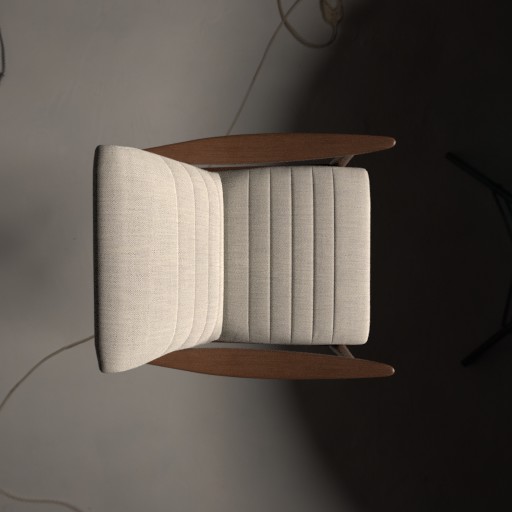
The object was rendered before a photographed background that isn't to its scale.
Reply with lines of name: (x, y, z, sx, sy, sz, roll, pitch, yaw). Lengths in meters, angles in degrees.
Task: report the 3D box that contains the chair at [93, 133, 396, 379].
chair: (0.000, 0.000, 1.460, 0.798, 0.832, 0.741, 0, 91, -1)
